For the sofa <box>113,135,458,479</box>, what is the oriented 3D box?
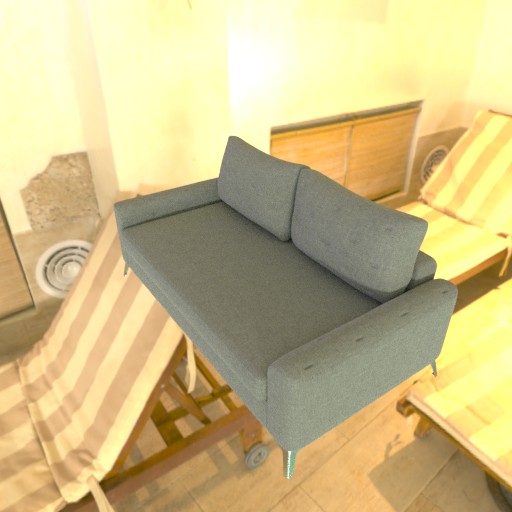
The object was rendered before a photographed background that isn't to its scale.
[{"bbox_3d":[0.000,0.000,2.188,0.920,0.790,1.650,-20,37,-29],"label":"sofa"}]
